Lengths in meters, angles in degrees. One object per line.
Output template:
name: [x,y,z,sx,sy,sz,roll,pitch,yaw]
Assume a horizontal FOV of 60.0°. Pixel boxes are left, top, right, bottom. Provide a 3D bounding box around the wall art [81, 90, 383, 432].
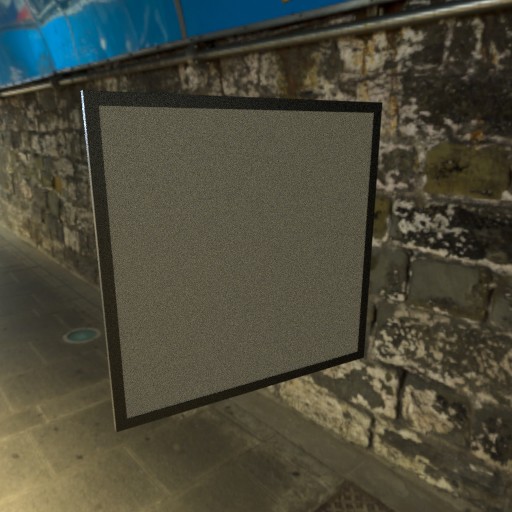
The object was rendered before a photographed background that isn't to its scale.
wall art: [0.000,0.000,1.197,0.807,0.807,0.022,-8,18,-27]
